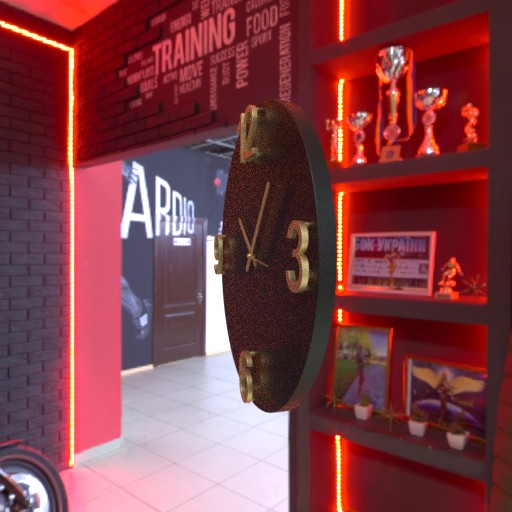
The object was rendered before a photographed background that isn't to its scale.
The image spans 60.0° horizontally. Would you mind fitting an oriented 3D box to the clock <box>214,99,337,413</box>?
[{"bbox_3d":[0.000,0.000,0.676,0.038,0.454,0.454,0,0,-17],"label":"clock"}]
